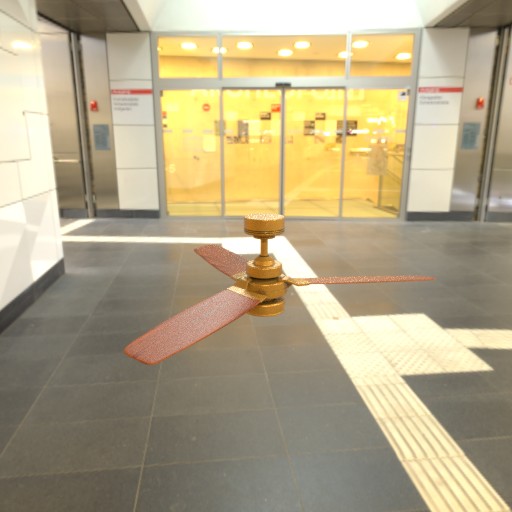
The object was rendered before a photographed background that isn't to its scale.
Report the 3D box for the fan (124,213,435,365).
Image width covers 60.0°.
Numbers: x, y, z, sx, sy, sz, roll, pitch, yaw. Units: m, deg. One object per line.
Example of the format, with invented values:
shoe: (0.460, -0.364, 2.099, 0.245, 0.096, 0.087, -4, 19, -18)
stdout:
fan: (0.000, 0.000, 2.073, 1.416, 0.425, 1.271, -7, 16, -25)
